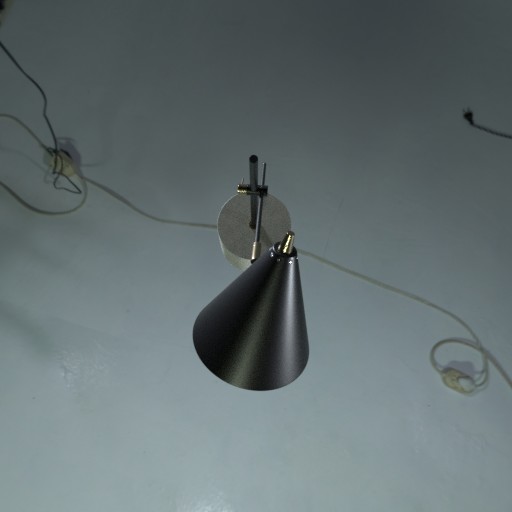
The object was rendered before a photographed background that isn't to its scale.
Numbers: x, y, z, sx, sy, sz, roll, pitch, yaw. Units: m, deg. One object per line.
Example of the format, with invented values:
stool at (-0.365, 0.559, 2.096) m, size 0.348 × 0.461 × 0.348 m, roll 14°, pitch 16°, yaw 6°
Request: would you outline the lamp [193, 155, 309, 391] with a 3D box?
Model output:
lamp at (0.000, 0.000, 0.720) m, size 0.214 × 0.518 × 0.403 m, roll 14°, pitch 75°, yaw 4°
